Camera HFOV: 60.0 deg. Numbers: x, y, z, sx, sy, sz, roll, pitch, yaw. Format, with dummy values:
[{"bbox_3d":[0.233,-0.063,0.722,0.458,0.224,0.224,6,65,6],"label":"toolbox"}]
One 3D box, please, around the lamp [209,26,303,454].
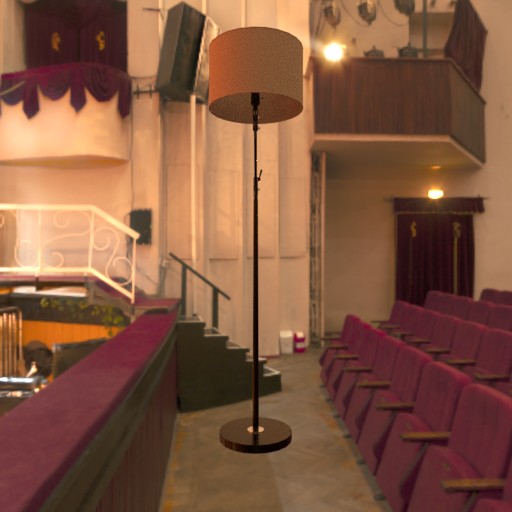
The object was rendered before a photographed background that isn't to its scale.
[{"bbox_3d":[0.000,0.000,1.971,0.373,1.635,0.809,0,0,0],"label":"lamp"}]
